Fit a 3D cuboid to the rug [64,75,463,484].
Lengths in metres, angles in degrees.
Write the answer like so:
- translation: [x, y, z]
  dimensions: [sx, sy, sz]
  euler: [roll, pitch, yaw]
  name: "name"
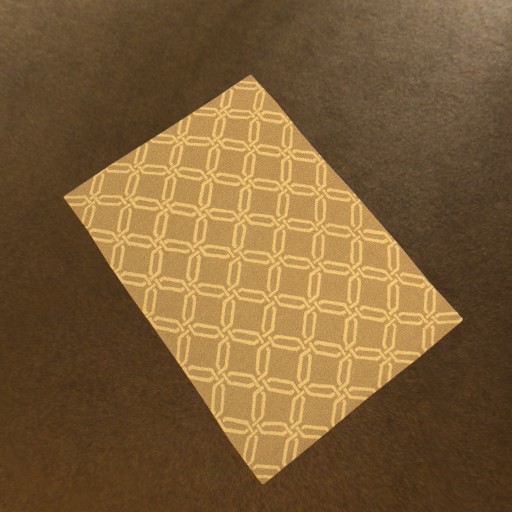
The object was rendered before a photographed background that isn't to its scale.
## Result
- translation: [0.000, 0.000, 2.756]
  dimensions: [1.524, 0.013, 2.135]
  euler: [-36, 78, -9]
  name: "rug"
